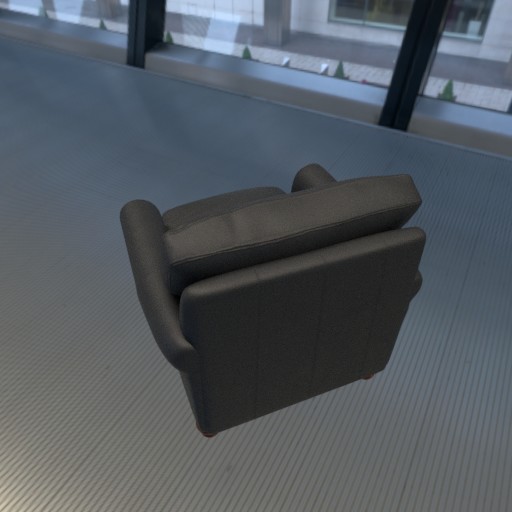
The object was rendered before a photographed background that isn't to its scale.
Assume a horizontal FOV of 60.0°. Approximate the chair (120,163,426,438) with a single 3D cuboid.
[{"bbox_3d":[0.000,0.000,1.812,1.015,0.960,1.027,-11,43,-12],"label":"chair"}]
